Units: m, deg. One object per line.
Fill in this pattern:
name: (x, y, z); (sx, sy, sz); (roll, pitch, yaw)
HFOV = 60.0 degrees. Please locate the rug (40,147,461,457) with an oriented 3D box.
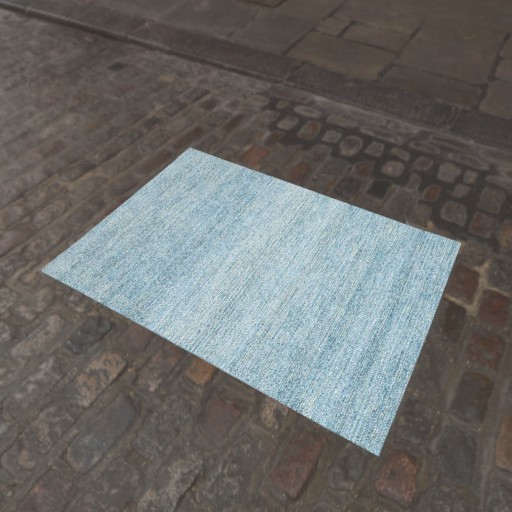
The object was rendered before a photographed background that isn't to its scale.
rug: (0.000, 0.000, 2.888); (2.260, 0.026, 1.611); (23, 51, 21)
